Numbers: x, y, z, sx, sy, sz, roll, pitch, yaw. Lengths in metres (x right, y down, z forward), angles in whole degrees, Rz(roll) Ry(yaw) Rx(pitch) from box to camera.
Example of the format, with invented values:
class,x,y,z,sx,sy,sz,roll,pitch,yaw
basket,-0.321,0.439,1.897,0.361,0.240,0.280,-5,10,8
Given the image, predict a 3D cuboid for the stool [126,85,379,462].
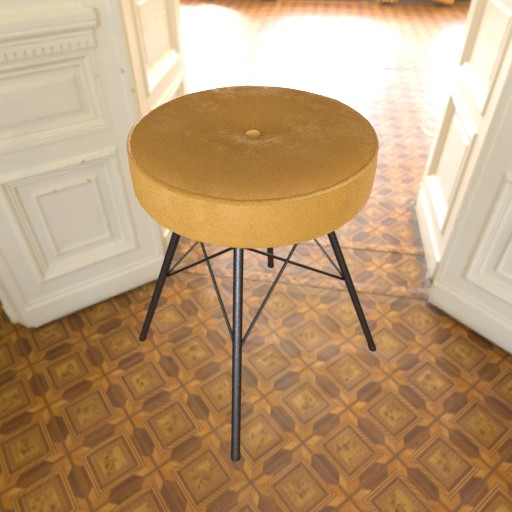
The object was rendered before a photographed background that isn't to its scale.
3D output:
class,x,y,z,sx,sy,sz,roll,pitch,yaw
stool,0.000,0.000,0.942,0.472,0.595,0.438,-26,48,-27
